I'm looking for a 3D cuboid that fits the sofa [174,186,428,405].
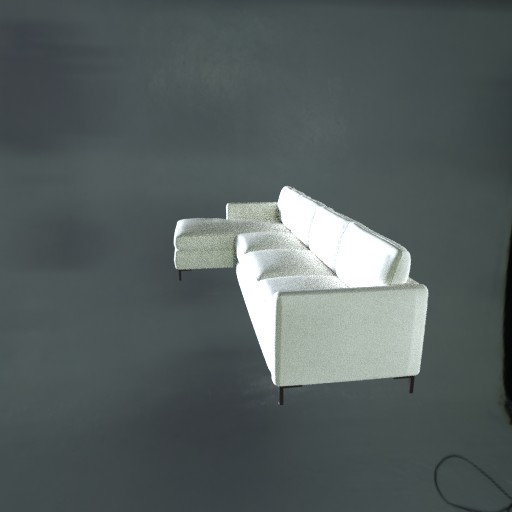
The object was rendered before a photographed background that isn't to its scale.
[{"bbox_3d":[0.000,0.000,3.855,1.467,0.875,3.186,-2,16,-8],"label":"sofa"}]
